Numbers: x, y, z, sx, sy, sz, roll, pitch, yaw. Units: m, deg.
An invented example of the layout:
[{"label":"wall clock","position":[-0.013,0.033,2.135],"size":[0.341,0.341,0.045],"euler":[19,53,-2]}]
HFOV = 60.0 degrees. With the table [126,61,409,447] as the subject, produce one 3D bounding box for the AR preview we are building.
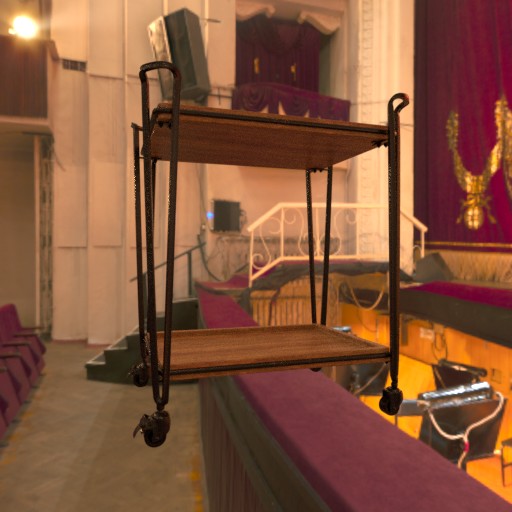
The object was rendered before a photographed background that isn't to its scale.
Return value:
[{"label":"table","position":[0.000,0.000,1.214],"size":[0.672,0.785,0.505],"euler":[0,0,-18]}]
